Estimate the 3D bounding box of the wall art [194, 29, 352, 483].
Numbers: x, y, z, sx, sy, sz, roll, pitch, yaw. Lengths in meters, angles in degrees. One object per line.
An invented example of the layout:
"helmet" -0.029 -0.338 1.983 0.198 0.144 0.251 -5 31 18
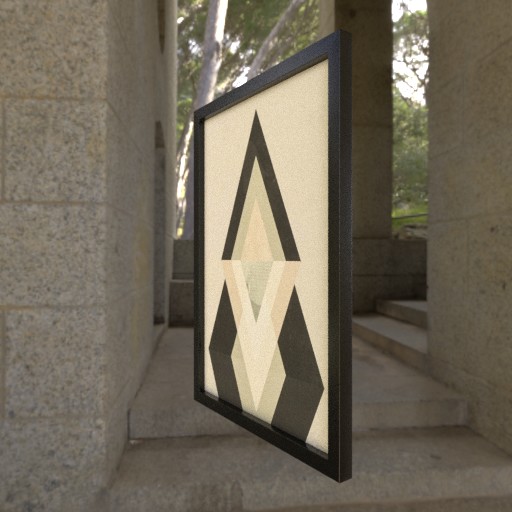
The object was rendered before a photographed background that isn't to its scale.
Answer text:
"wall art" 0.000 0.000 0.577 0.019 0.455 0.314 0 0 -35
